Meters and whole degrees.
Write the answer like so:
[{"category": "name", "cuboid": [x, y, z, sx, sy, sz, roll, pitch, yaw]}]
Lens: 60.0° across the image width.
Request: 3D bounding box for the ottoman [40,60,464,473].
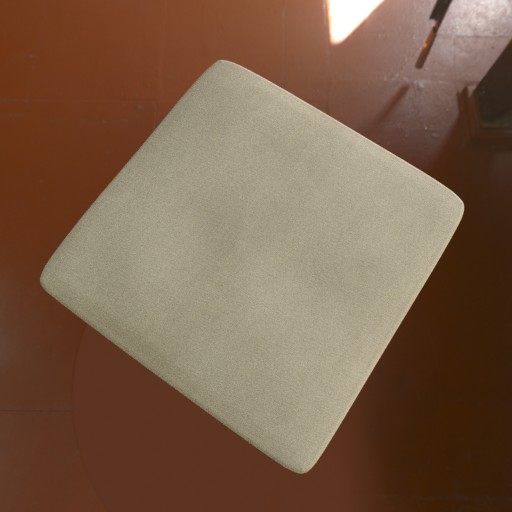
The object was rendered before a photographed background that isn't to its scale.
[{"category": "ottoman", "cuboid": [0.000, 0.000, 1.308, 0.843, 0.441, 0.842, 33, 77, 9]}]
